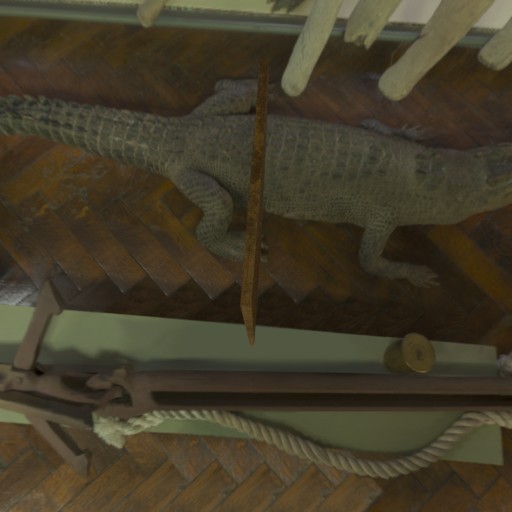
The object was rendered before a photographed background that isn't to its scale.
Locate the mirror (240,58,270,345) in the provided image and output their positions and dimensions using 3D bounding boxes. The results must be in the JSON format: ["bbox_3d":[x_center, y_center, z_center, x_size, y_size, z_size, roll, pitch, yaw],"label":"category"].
[{"bbox_3d":[0.000,0.000,2.332,0.032,2.031,0.812,4,76,1],"label":"mirror"}]
